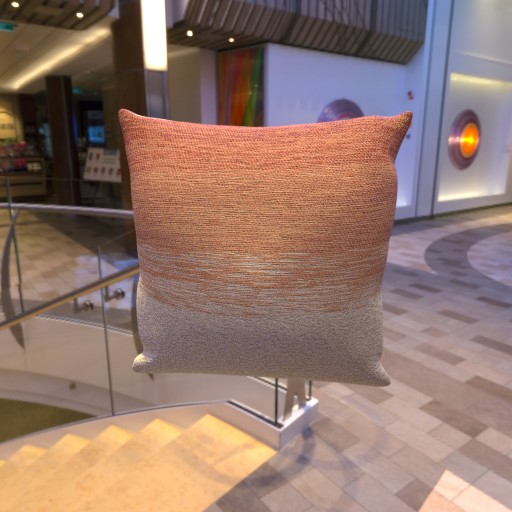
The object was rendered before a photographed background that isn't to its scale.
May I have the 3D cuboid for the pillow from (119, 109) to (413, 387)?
[{"bbox_3d":[0.000,0.000,0.691,0.440,0.441,0.182,2,14,7],"label":"pillow"}]
